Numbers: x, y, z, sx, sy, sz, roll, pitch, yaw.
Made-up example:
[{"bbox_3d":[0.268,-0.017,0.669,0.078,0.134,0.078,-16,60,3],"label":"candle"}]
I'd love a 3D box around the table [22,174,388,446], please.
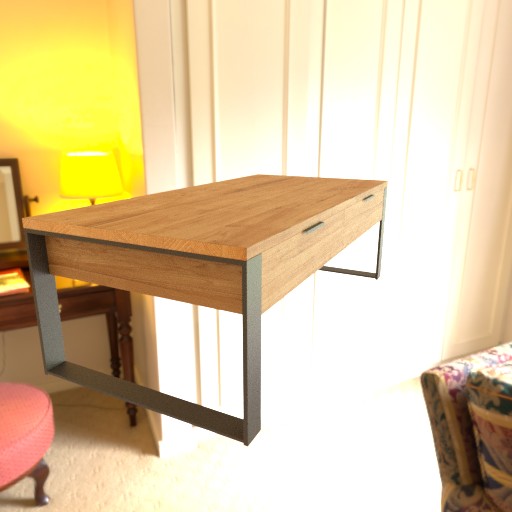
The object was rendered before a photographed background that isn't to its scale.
[{"bbox_3d":[0.000,0.000,1.437,0.590,0.400,1.180,8,18,26],"label":"table"}]
